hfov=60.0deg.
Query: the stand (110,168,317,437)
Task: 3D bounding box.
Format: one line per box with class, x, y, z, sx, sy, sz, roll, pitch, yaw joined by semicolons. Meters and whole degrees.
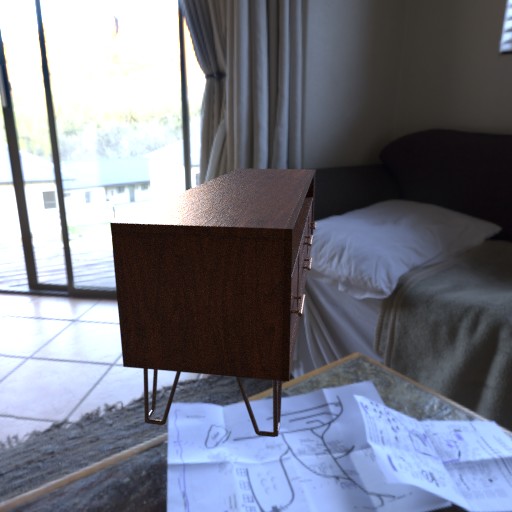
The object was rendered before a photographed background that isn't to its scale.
stand;0.000;0.000;1.928;0.481;0.610;1.626;3;16;9
